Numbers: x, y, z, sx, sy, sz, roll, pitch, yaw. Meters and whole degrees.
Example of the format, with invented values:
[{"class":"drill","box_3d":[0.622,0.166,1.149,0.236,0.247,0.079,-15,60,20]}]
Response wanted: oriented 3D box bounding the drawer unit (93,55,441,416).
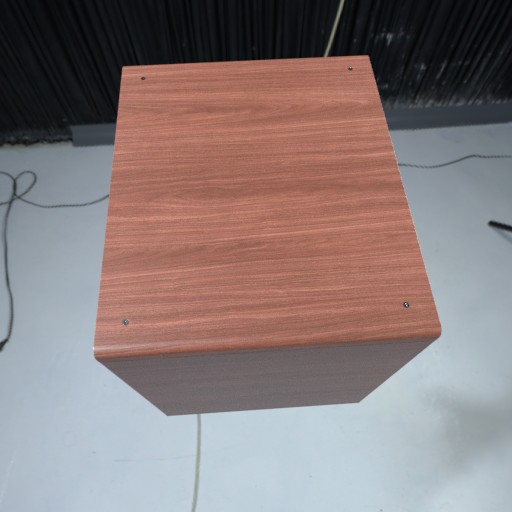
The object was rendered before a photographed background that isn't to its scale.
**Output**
[{"class":"drawer unit","box_3d":[0.000,0.000,0.601,0.290,0.351,0.349,-3,63,-2]}]
